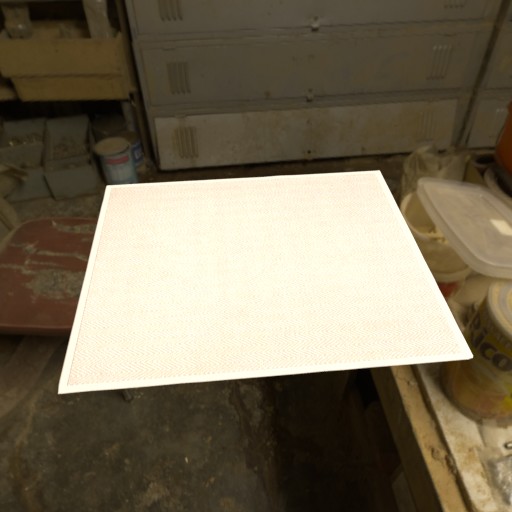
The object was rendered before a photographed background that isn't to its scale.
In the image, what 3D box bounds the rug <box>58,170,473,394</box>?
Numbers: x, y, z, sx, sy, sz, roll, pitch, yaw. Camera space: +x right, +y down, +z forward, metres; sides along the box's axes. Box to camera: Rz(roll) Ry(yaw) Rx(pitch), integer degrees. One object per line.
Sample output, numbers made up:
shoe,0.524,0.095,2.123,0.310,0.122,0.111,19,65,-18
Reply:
rug,0.000,0.000,4.016,3.009,0.019,2.423,-4,45,-4
